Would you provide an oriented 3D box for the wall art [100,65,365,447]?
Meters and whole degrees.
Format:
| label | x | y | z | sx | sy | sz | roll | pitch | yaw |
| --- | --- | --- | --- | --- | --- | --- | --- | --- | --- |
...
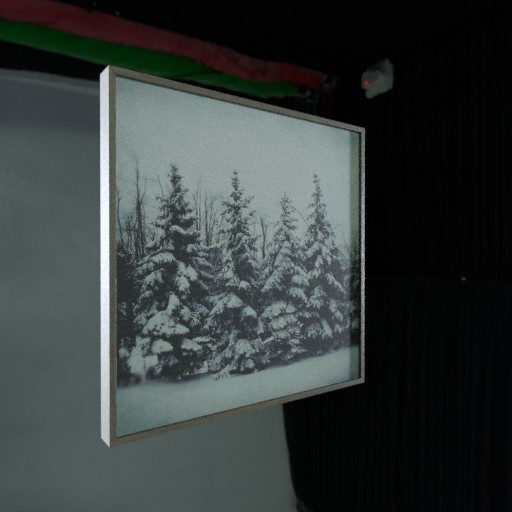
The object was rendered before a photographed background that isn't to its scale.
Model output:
| label | x | y | z | sx | sy | sz | roll | pitch | yaw |
| --- | --- | --- | --- | --- | --- | --- | --- | --- | --- |
| wall art | 0.000 | 0.000 | 0.751 | 0.507 | 0.507 | 0.037 | 0 | 1 | -36 |
